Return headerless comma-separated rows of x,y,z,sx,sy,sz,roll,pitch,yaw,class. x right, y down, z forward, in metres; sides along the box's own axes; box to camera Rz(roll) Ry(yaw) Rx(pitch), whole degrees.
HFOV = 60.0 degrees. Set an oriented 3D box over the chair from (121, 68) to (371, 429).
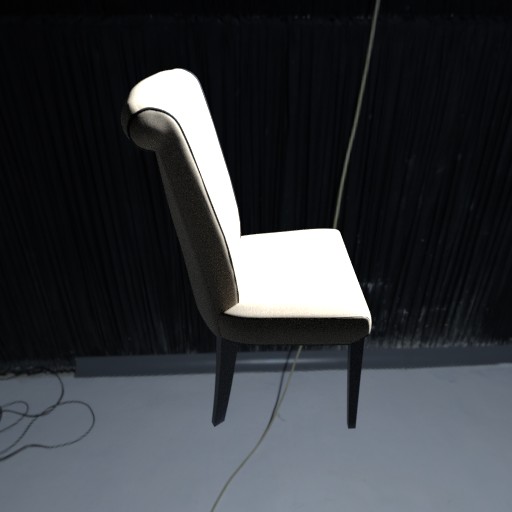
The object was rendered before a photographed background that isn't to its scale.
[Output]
0.000,0.000,1.346,0.623,0.997,0.522,-1,31,-1,chair
